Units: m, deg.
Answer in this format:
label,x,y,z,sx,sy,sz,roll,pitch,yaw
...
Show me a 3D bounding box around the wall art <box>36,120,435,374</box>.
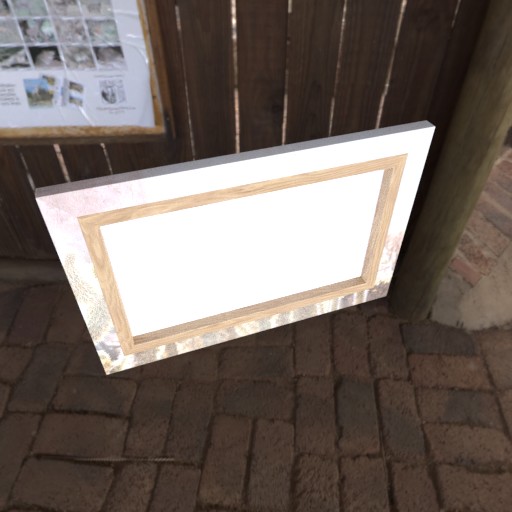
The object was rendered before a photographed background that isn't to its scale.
label,x,y,z,sx,sy,sz,roll,pitch,yaw
wall art,0.000,0.000,1.185,0.916,0.608,0.040,-13,44,-14
